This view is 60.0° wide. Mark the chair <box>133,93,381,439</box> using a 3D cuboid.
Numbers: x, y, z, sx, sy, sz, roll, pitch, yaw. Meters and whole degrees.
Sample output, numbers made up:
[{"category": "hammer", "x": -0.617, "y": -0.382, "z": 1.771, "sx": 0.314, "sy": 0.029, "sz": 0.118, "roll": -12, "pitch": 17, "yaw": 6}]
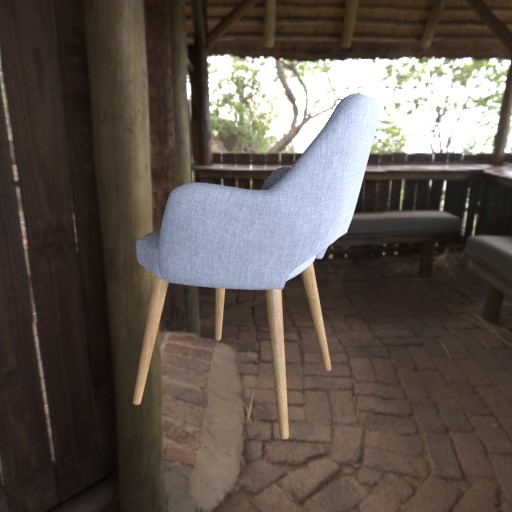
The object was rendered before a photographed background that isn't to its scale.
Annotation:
[{"category": "chair", "x": 0.000, "y": 0.000, "z": 1.255, "sx": 0.610, "sy": 0.840, "sz": 0.590, "roll": 7, "pitch": 17, "yaw": 25}]
